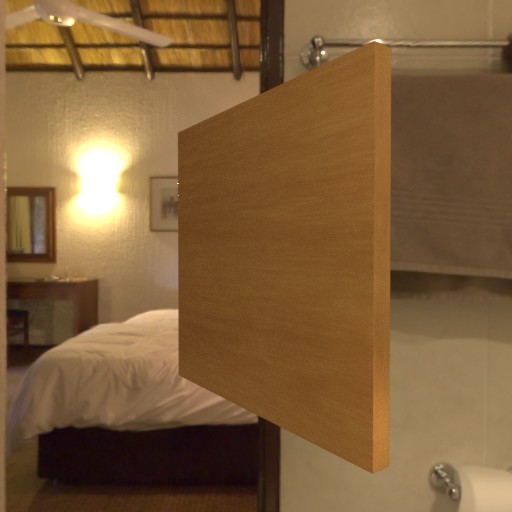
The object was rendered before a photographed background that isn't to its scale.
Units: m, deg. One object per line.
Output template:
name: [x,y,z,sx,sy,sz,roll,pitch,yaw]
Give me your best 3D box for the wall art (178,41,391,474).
wall art: [0.000,0.000,0.436,0.019,0.302,0.302,-1,1,-36]
